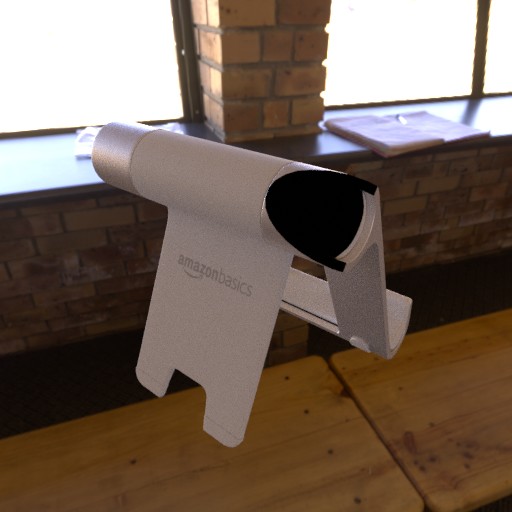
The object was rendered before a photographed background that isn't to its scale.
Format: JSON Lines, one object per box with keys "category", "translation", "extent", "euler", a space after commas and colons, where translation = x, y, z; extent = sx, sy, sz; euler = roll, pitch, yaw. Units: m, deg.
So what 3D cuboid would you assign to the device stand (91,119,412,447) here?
{"category": "device stand", "translation": [0.000, 0.000, 0.149], "extent": [0.086, 0.084, 0.079], "euler": [22, 37, 33]}
